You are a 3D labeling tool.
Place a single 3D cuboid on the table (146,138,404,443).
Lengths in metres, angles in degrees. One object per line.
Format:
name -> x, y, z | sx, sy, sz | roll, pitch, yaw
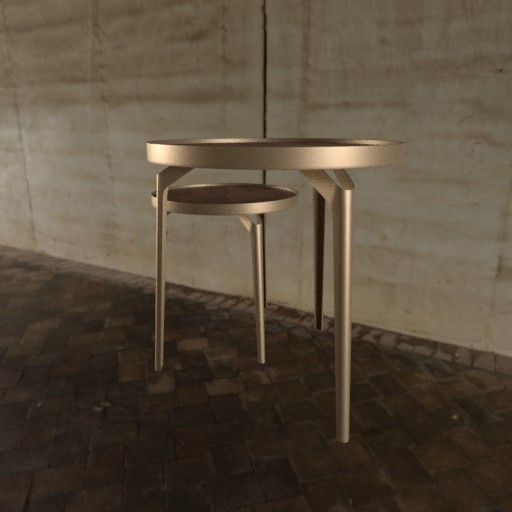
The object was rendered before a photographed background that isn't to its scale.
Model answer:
table -> 0.000, 0.000, 1.097 | 0.532, 0.555, 0.751 | -8, 18, -27
